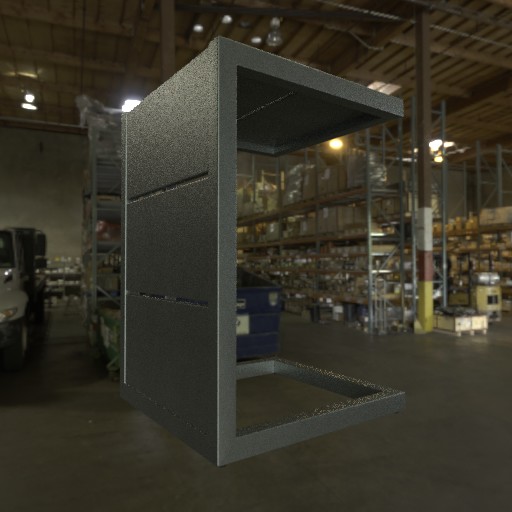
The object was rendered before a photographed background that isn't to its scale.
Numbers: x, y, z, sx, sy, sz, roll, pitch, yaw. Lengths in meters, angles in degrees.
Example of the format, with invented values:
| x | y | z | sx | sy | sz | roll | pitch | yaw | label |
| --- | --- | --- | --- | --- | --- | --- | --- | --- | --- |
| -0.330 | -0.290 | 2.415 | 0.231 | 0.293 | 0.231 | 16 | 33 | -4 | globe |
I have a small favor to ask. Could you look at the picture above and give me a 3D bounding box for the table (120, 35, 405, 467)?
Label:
| x | y | z | sx | sy | sz | roll | pitch | yaw | label |
| --- | --- | --- | --- | --- | --- | --- | --- | --- | --- |
| 0.000 | 0.000 | 0.902 | 0.420 | 0.609 | 0.405 | 1 | -1 | -36 | table |
